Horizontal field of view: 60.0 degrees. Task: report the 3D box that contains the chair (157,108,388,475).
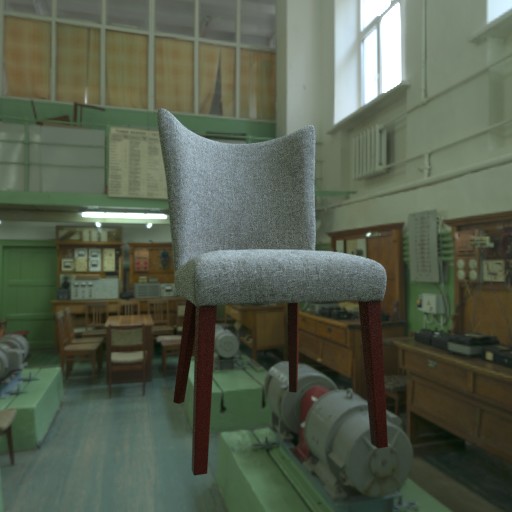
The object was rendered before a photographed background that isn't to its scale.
[{"bbox_3d":[0.000,0.000,1.291,0.535,0.924,0.623,0,-1,-18],"label":"chair"}]
